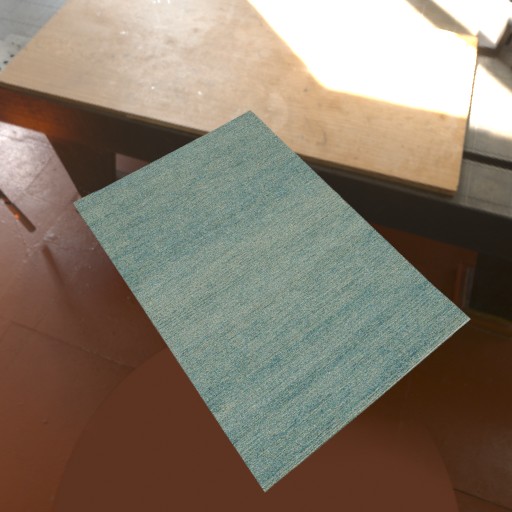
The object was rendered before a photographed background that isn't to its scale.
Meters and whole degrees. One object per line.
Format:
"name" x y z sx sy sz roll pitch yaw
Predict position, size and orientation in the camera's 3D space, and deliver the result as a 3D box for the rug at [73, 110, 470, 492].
"rug" 0.000 0.000 2.955 1.593 0.029 2.305 -32 65 -17
